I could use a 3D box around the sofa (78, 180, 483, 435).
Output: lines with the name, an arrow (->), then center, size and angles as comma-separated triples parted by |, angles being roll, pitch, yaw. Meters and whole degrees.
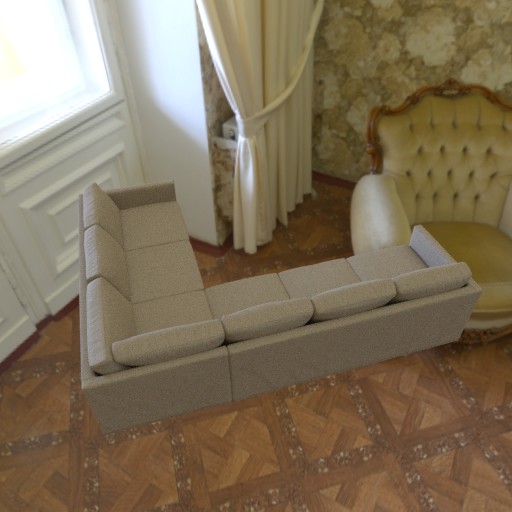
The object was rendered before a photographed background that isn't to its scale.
sofa -> 0.000, 0.000, 4.308 | 3.182, 0.871, 2.432 | -12, 43, -13
